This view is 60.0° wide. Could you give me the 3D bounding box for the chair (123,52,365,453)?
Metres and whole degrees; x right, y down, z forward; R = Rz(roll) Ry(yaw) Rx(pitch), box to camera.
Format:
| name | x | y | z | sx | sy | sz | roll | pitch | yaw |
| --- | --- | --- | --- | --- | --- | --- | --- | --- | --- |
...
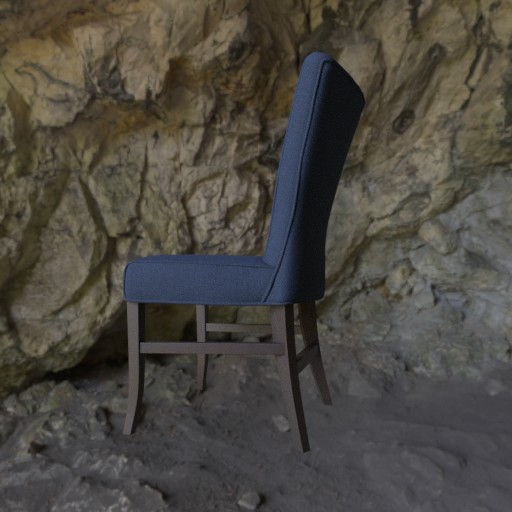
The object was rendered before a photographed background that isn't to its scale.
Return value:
| name | x | y | z | sx | sy | sz | roll | pitch | yaw |
| --- | --- | --- | --- | --- | --- | --- | --- | --- | --- |
| chair | 0.000 | 0.000 | 1.371 | 0.660 | 0.991 | 0.520 | 0 | -1 | 18 |
